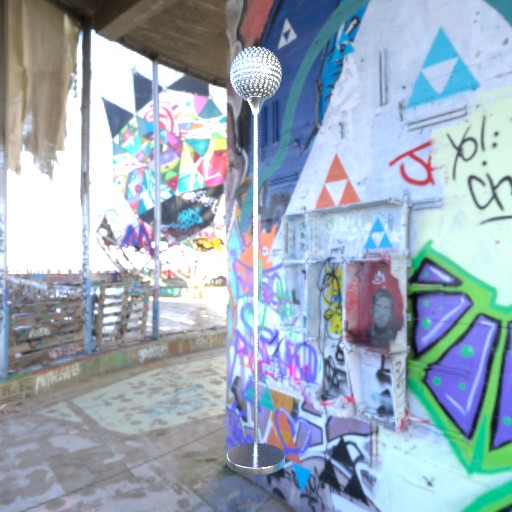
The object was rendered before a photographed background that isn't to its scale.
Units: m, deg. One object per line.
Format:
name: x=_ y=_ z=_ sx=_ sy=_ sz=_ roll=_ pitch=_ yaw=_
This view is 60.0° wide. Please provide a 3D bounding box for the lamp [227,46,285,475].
lamp: x=0.000 y=0.000 z=1.960 sx=0.254 sy=1.805 sz=0.254 roll=0 pitch=-1 yaw=0
